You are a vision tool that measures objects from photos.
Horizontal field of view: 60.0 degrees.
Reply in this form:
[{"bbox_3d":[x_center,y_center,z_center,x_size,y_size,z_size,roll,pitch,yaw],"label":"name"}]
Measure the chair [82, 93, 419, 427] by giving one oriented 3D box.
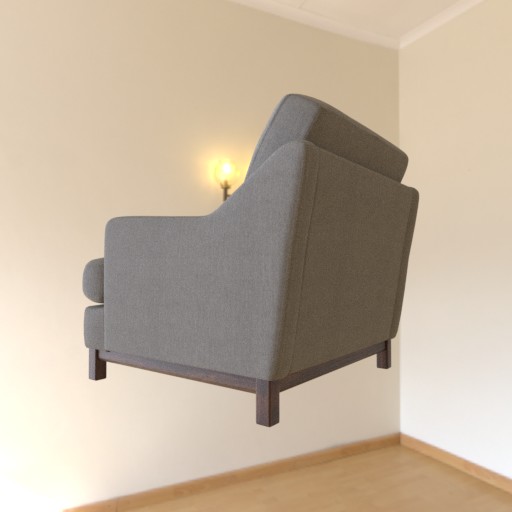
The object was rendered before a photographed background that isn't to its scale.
[{"bbox_3d":[0.000,0.000,1.546,0.892,0.821,0.826,-1,-2,37],"label":"chair"}]
